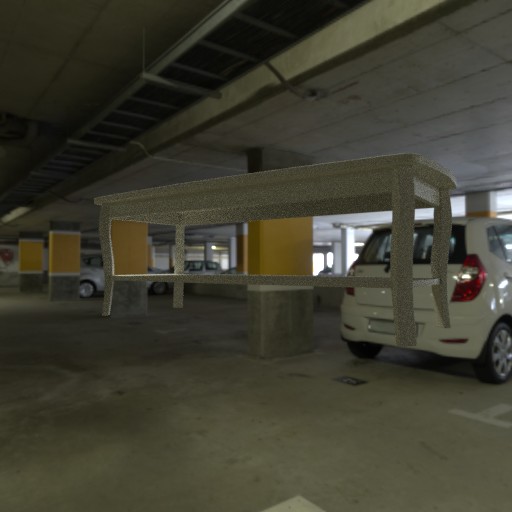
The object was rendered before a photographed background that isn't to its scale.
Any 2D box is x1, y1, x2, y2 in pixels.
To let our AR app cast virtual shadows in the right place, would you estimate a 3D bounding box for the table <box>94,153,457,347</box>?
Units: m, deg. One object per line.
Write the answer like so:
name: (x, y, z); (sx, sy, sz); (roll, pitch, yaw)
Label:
table: (0.000, 0.000, 1.633); (1.334, 0.474, 0.561); (-1, -2, 35)
